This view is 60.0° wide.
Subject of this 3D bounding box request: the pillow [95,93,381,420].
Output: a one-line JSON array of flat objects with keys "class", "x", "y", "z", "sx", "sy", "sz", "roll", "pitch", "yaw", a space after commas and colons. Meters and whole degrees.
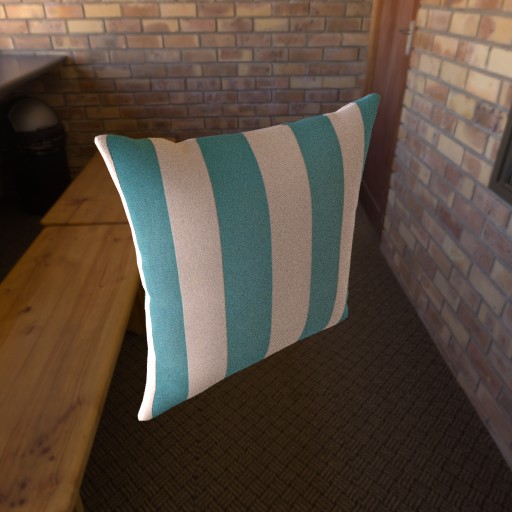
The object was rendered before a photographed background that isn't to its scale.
[{"class": "pillow", "x": 0.000, "y": 0.000, "z": 0.821, "sx": 0.536, "sy": 0.526, "sz": 0.189, "roll": -20, "pitch": 36, "yaw": -30}]
